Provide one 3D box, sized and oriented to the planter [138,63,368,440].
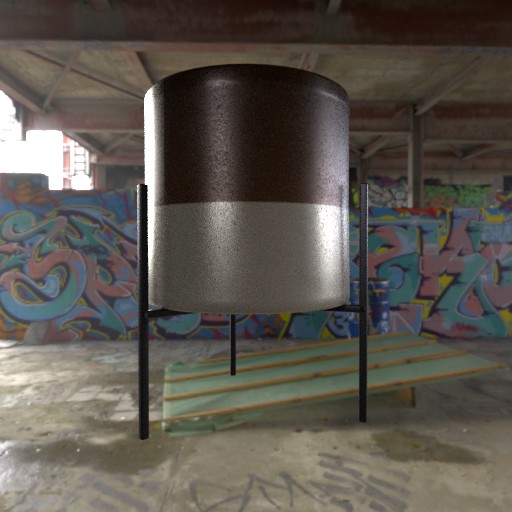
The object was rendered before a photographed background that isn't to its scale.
[{"bbox_3d":[0.000,0.000,0.547,0.269,0.375,0.255,0,1,18],"label":"planter"}]
